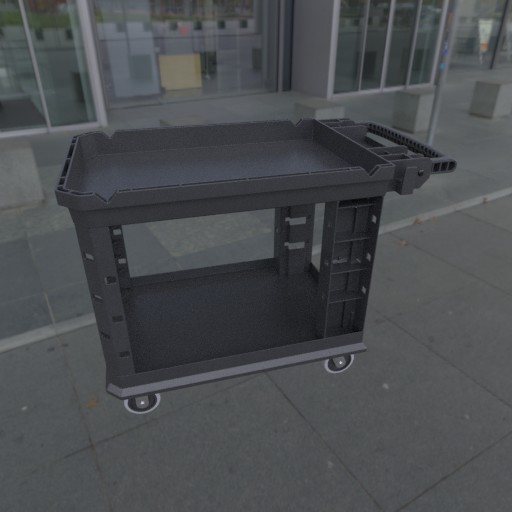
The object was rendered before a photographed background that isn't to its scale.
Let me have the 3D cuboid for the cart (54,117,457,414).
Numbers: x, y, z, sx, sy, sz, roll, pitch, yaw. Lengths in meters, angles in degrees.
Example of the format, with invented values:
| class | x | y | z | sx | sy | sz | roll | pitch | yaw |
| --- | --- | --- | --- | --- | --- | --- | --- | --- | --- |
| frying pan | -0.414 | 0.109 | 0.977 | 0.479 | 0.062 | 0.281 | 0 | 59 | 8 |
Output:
| class | x | y | z | sx | sy | sz | roll | pitch | yaw |
| --- | --- | --- | --- | --- | --- | --- | --- | --- | --- |
| cart | 0.000 | 0.000 | 1.741 | 1.239 | 0.884 | 0.674 | -8 | 31 | -13 |
